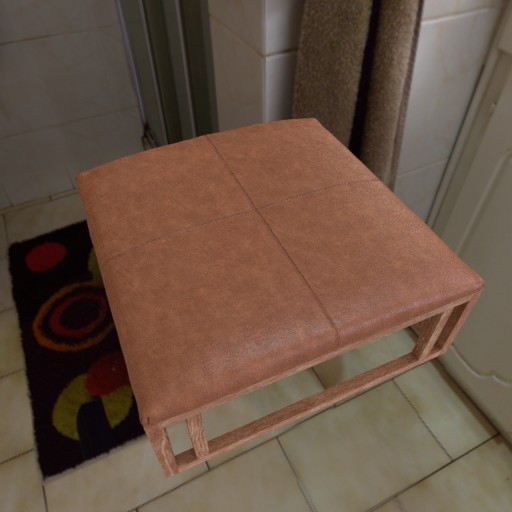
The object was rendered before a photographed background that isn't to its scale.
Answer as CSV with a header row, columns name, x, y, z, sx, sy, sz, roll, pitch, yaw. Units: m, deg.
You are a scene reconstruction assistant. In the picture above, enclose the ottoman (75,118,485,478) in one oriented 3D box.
name,x,y,z,sx,sy,sz,roll,pitch,yaw
ottoman,0.000,0.000,1.561,1.013,0.442,1.016,-18,50,-16
